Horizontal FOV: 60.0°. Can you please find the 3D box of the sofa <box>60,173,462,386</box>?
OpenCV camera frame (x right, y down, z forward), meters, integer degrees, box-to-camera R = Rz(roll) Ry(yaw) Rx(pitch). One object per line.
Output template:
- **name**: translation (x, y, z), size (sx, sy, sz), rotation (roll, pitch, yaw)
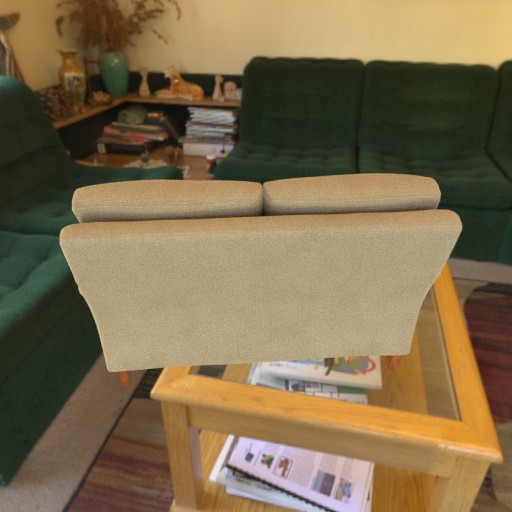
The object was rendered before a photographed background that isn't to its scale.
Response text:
- **sofa**: translation (0.000, 0.000, 2.194), size (1.480, 0.999, 1.087), rotation (-2, 30, -4)
